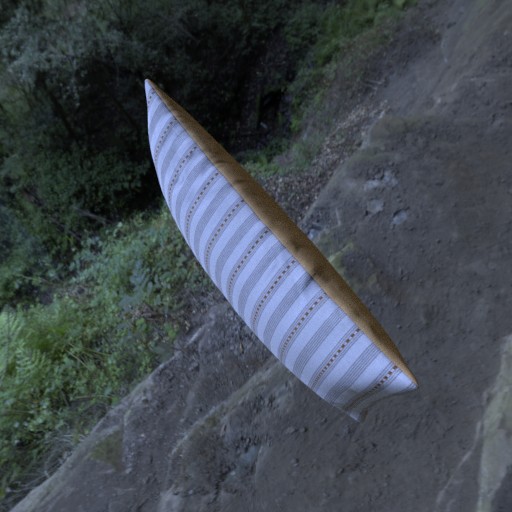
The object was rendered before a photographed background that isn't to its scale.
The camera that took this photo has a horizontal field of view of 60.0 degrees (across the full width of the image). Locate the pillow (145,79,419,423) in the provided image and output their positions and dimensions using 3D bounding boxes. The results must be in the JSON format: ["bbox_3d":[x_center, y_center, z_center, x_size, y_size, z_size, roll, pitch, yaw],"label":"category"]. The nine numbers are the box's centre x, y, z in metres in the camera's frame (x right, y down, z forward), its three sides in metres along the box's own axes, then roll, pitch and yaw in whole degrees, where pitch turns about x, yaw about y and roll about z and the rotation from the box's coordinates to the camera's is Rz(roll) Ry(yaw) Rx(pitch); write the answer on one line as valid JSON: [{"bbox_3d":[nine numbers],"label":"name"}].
[{"bbox_3d":[0.000,0.000,0.733,0.151,0.291,0.608,-34,68,-16],"label":"pillow"}]
